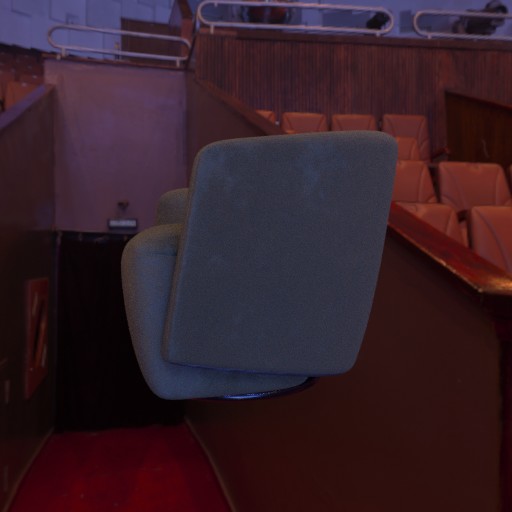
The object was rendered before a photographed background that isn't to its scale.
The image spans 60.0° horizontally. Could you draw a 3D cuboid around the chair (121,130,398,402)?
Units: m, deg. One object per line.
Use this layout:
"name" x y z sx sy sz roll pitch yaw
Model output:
"chair" 0.000 0.000 1.325 0.767 0.698 0.773 0 0 -18
